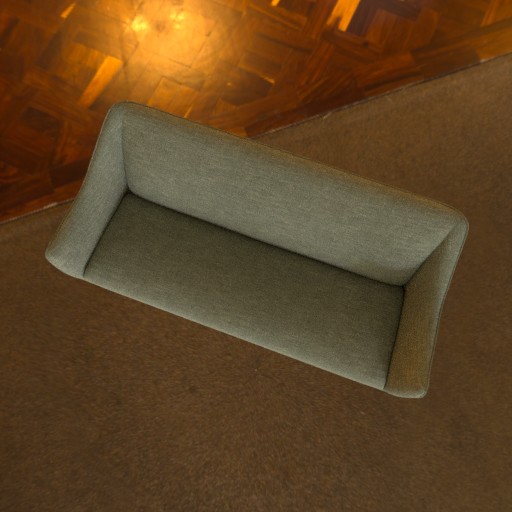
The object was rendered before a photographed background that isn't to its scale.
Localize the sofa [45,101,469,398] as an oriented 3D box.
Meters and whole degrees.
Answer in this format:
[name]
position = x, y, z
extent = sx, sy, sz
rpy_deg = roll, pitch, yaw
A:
[sofa]
position = 0.000, 0.000, 2.361
extent = 1.928, 0.829, 0.867
rpy_deg = 19, 76, 5
